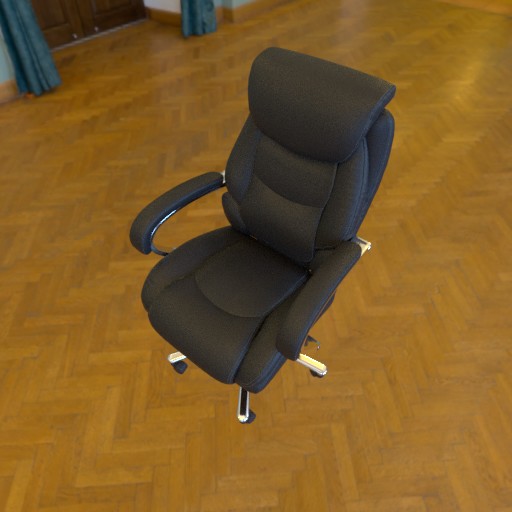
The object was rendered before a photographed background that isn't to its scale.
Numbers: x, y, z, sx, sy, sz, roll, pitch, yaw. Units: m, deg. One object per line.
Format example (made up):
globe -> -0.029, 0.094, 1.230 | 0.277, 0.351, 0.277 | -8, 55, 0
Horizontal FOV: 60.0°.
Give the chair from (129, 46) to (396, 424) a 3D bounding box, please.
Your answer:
chair -> 0.000, 0.000, 1.627 | 0.755, 1.183, 0.790 | 31, 54, 26
